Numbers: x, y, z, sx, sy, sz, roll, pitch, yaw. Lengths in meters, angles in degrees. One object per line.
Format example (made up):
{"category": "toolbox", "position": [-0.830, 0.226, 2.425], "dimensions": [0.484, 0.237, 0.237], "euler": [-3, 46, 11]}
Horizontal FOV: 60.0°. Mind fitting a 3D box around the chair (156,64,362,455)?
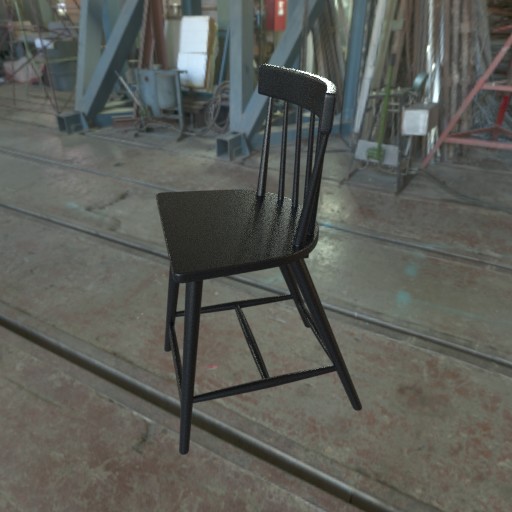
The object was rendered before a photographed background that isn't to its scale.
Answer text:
{"category": "chair", "position": [0.000, 0.000, 1.262], "dimensions": [0.572, 0.952, 0.483], "euler": [-8, 31, -13]}
